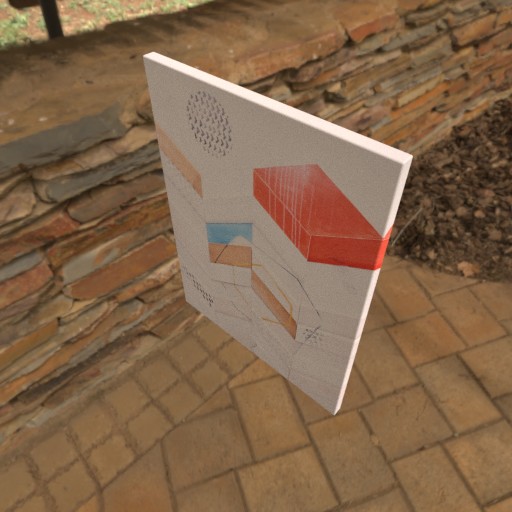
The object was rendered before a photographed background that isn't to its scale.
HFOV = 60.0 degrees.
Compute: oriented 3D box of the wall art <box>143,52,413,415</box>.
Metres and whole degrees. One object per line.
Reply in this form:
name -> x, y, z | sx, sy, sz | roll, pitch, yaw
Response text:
wall art -> 0.000, 0.000, 1.353 | 0.759, 1.014, 0.045 | 32, 53, 28
